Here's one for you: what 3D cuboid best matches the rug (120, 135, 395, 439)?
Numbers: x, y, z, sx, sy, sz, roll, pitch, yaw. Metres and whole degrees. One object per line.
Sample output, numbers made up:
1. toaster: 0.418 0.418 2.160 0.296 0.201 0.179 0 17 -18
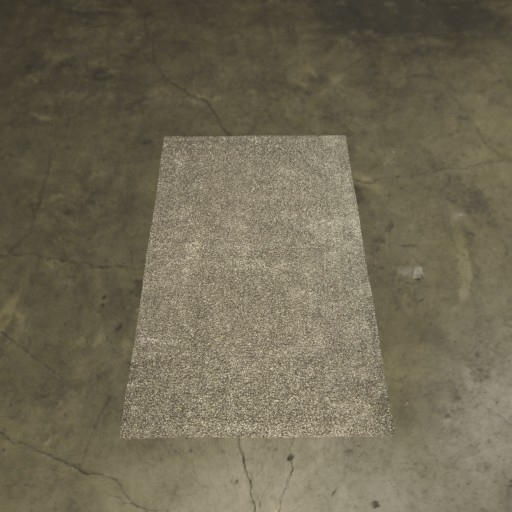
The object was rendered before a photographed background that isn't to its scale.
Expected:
1. rug: 0.000 0.000 3.043 1.502 0.025 2.350 0 57 0
